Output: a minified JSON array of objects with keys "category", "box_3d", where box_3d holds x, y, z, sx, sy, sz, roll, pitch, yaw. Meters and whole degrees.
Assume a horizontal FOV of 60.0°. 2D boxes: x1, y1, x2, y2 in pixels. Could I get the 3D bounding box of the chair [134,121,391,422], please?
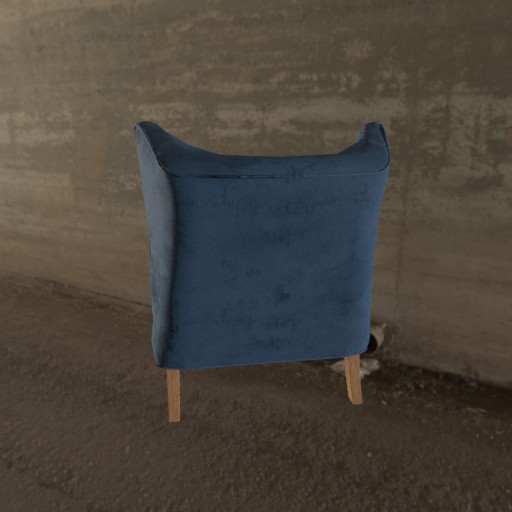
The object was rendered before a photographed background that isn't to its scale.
[{"category":"chair","box_3d":[0.000,0.000,1.651,0.793,0.952,0.910,-2,15,-9]}]
